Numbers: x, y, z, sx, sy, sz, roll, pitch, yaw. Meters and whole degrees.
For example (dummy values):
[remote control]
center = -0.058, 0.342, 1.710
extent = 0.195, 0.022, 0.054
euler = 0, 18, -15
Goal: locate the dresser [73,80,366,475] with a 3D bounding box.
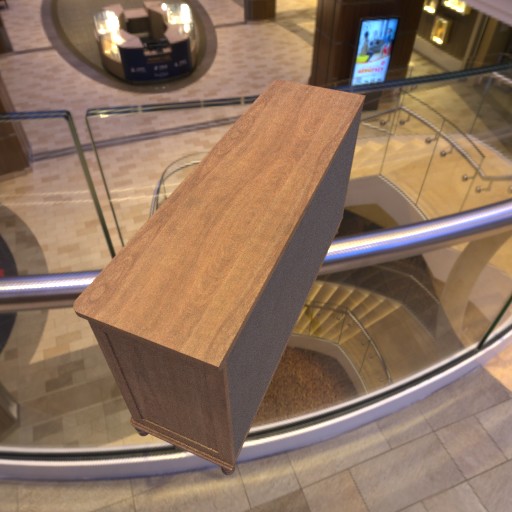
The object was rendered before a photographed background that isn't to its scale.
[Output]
[dresser]
center = 0.000, 0.000, 1.997
extent = 0.468, 0.892, 1.583
euler = 17, 48, 16
